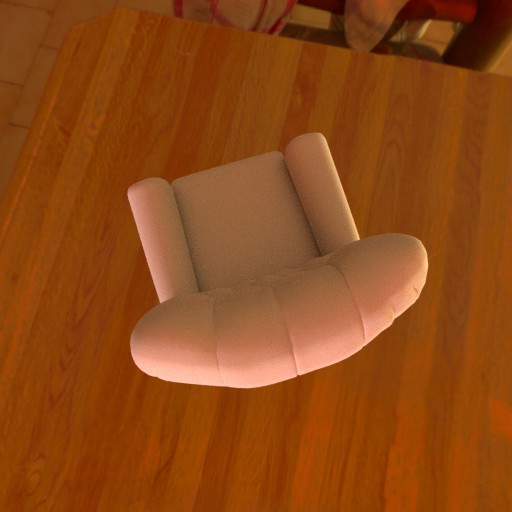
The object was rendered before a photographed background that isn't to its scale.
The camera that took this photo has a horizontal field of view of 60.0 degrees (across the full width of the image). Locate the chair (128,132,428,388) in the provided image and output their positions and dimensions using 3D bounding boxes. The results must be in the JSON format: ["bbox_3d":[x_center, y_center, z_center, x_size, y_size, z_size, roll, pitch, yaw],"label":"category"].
[{"bbox_3d":[0.000,0.000,2.115,1.090,1.217,1.128,-17,76,-4],"label":"chair"}]
